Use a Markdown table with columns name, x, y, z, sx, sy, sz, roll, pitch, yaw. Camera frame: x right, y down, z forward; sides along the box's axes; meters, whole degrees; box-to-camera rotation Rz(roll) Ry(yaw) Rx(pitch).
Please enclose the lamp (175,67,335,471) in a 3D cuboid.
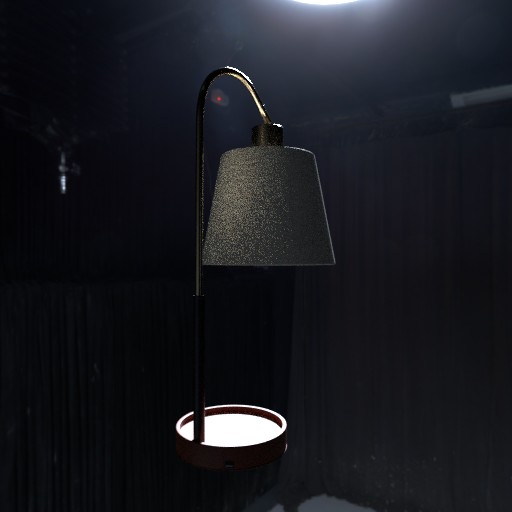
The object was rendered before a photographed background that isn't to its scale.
| name | x | y | z | sx | sy | sz | roll | pitch | yaw |
| --- | --- | --- | --- | --- | --- | --- | --- | --- | --- |
| lamp | 0.000 | 0.000 | 0.677 | 0.211 | 0.536 | 0.273 | 0 | 0 | 37 |
